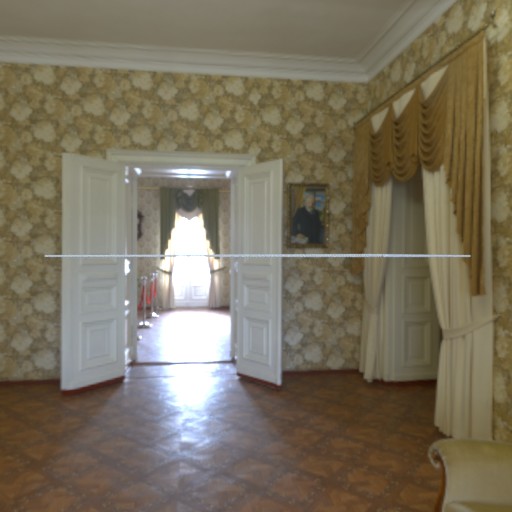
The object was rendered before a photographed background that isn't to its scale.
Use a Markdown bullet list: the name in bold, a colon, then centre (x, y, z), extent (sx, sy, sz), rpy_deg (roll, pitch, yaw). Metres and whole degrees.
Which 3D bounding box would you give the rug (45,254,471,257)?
- **rug**: centre (0.000, 0.000, 3.633), extent (2.878, 0.014, 2.005), rpy_deg (0, 0, 36)
